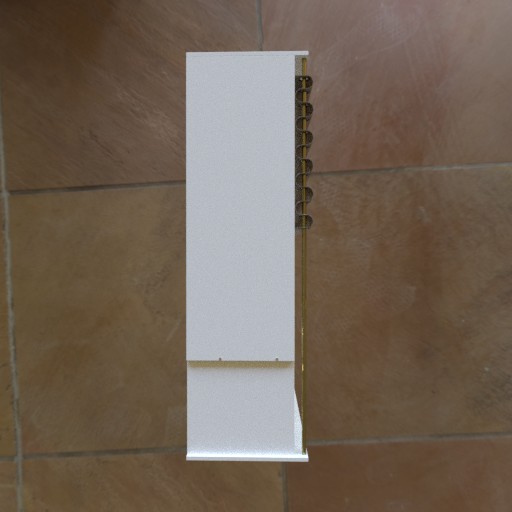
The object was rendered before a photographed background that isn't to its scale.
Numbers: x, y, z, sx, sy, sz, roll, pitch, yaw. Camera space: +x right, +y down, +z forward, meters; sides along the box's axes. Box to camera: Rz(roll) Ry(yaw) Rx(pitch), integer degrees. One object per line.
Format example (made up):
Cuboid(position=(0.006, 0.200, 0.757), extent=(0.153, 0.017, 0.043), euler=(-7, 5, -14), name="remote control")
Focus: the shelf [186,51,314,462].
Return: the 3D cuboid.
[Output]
Cuboid(position=(0.000, 0.000, 2.638), extent=(0.500, 1.820, 1.600), euler=(0, 90, 1), name="shelf")
